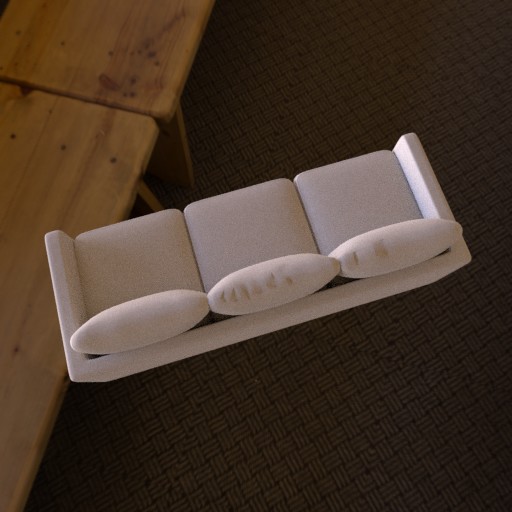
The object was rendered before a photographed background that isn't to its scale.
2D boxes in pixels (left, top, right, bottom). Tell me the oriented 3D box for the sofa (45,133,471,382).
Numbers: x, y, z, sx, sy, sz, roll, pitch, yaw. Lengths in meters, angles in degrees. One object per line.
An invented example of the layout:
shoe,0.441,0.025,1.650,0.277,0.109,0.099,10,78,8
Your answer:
sofa,0.000,0.000,2.642,2.218,0.874,0.859,-16,75,-4
